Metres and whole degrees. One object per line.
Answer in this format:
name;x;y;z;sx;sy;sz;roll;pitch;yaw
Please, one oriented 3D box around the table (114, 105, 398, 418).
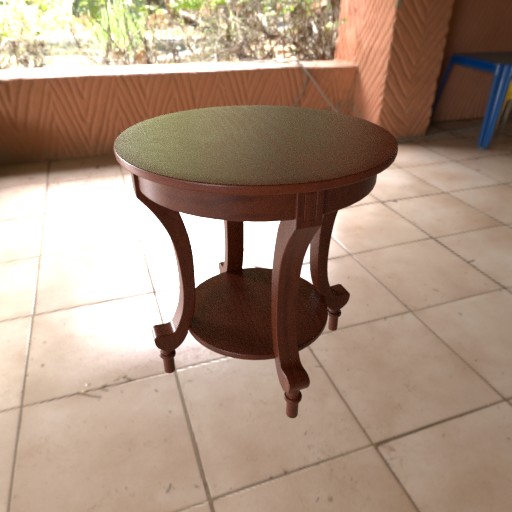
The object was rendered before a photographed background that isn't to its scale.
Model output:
table;0.000;0.000;1.118;0.597;0.612;0.597;0;31;0
